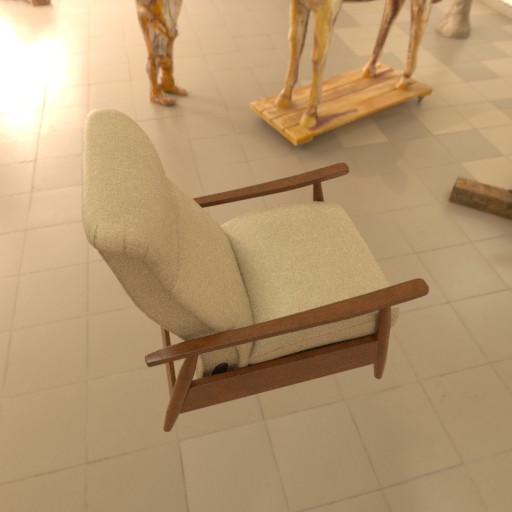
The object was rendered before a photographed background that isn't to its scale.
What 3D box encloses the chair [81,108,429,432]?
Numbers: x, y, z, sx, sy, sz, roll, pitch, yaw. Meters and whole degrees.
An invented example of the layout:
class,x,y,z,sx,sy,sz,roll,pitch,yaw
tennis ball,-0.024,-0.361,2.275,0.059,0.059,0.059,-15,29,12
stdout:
class,x,y,z,sx,sy,sz,roll,pitch,yaw
chair,0.000,0.000,1.724,1.030,1.082,0.762,-11,48,-10
